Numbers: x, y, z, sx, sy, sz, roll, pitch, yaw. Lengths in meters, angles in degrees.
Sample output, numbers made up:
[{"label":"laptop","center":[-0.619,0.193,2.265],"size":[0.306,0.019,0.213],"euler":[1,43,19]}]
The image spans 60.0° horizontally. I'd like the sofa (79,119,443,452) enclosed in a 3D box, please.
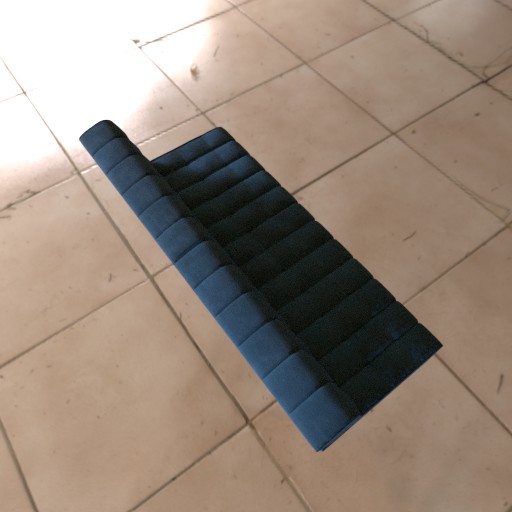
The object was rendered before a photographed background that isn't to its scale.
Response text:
[{"label":"sofa","center":[0.000,0.000,2.277],"size":[0.855,0.813,1.804],"euler":[-33,64,-18]}]
